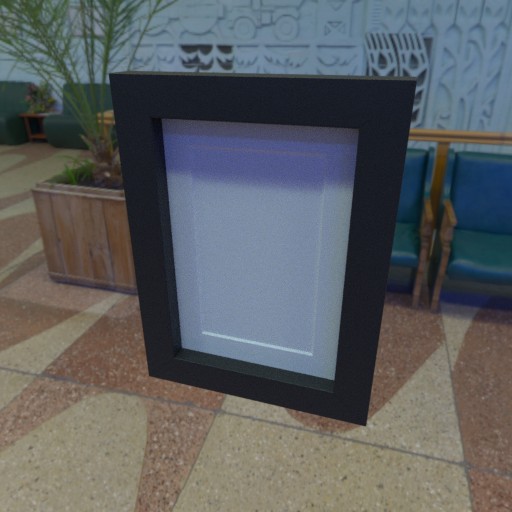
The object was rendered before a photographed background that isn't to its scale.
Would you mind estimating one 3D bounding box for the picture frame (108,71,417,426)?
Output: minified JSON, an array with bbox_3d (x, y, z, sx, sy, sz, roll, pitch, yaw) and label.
[{"bbox_3d":[0.000,0.000,0.273,0.157,0.208,0.028,8,27,16],"label":"picture frame"}]
